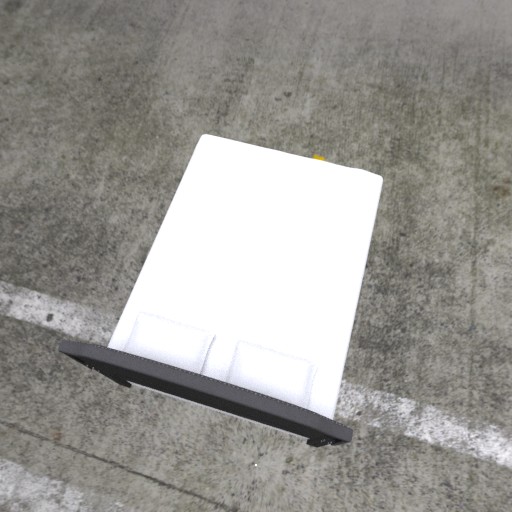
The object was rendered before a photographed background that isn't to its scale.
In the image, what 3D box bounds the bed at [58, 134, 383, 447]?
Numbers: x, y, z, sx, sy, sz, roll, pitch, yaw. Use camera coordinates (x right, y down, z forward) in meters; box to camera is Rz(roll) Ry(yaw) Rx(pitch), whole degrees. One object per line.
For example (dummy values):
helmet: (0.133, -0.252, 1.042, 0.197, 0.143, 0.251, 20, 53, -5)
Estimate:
bed: (0.000, 0.000, 2.968, 1.558, 1.270, 1.999, 15, 66, 7)
